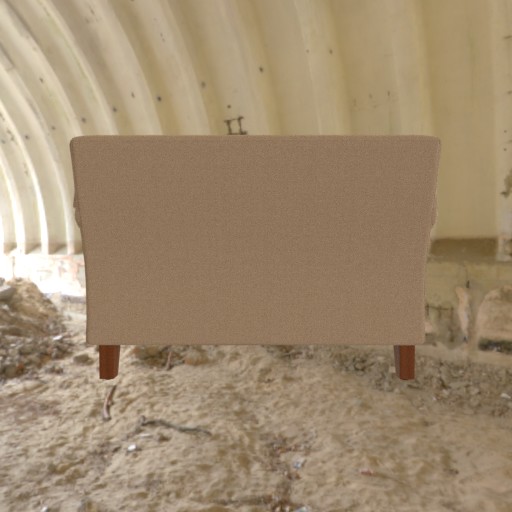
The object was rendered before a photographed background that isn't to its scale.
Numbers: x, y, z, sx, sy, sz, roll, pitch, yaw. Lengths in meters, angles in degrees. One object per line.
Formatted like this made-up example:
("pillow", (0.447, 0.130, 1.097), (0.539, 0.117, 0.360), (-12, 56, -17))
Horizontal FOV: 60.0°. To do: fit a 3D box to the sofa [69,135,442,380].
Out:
("sofa", (0.000, 0.000, 2.229), (1.508, 1.048, 1.087), (0, 0, 0))
